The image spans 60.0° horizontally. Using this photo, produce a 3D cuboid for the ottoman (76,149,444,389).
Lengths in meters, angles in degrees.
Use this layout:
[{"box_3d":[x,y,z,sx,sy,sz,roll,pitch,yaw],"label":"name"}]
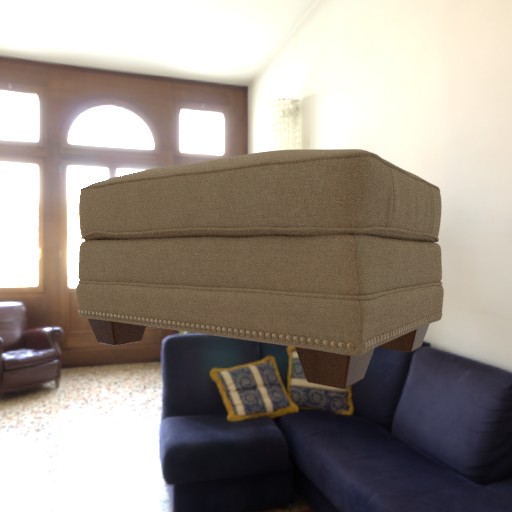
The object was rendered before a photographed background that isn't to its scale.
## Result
[{"box_3d":[0.000,0.000,1.144,0.813,0.458,0.559,0,0,36],"label":"ottoman"}]
